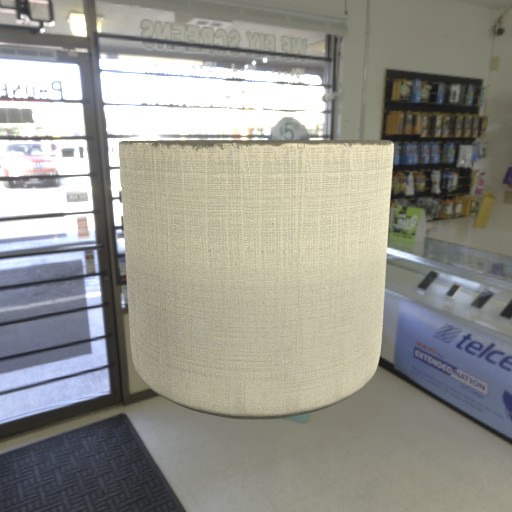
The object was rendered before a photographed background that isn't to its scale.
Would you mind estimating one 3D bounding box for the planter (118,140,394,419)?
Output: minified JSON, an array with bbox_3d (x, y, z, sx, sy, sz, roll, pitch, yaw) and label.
[{"bbox_3d":[0.000,0.000,0.396,0.226,0.201,0.226,0,15,0],"label":"planter"}]
